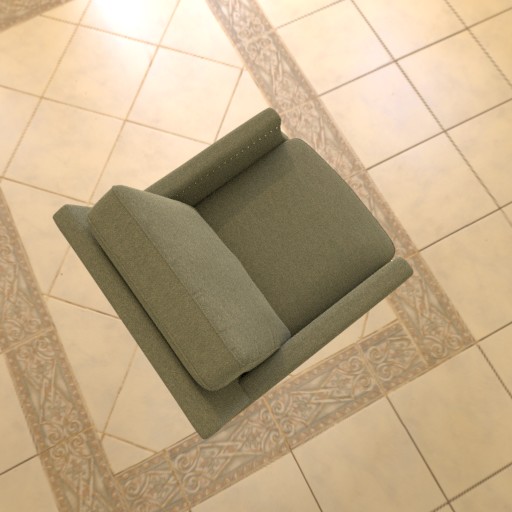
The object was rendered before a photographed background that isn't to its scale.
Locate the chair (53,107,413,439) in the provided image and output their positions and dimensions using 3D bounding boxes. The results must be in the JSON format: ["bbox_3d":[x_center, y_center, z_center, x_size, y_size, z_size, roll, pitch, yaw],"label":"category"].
[{"bbox_3d":[0.000,0.000,1.806,1.031,1.031,0.885,-36,78,-9],"label":"chair"}]
